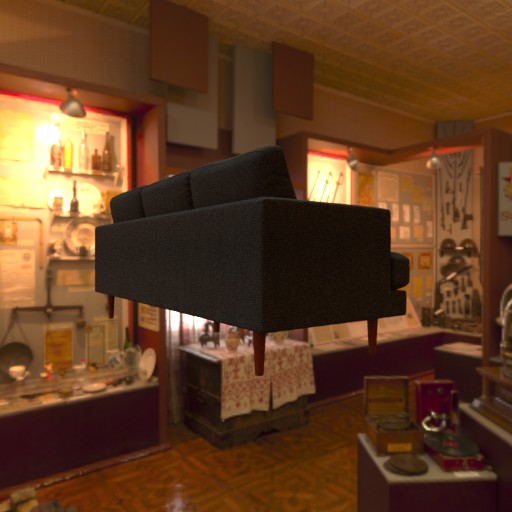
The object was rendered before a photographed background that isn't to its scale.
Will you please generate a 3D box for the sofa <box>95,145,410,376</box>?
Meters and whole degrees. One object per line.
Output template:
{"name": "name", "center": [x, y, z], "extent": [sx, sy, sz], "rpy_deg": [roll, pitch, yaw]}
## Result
{"name": "sofa", "center": [0.000, 0.000, 2.968], "extent": [1.504, 0.956, 2.233], "rpy_deg": [0, 0, -35]}
